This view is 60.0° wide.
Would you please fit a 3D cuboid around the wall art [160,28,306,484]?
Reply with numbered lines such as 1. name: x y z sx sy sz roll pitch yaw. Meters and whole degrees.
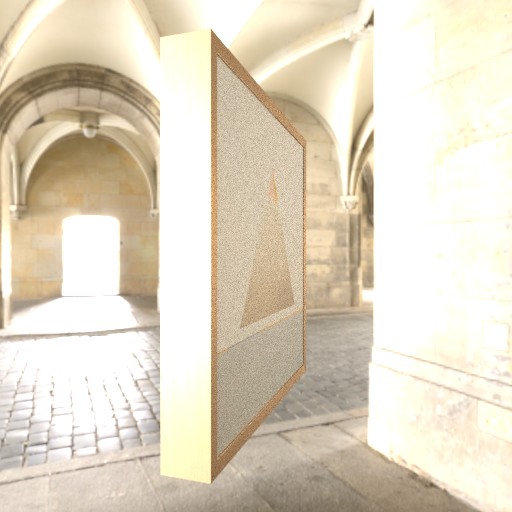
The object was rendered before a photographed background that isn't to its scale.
1. wall art: 0.000 0.000 0.445 0.038 0.303 0.305 0 0 18
